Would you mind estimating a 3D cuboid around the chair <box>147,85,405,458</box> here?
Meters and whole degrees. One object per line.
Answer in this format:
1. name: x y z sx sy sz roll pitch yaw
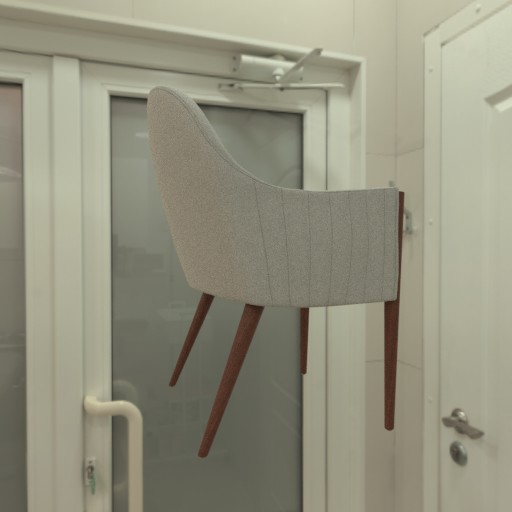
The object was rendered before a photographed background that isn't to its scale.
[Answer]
1. chair: 0.000 0.000 1.304 0.620 0.889 0.610 0 1 -18
